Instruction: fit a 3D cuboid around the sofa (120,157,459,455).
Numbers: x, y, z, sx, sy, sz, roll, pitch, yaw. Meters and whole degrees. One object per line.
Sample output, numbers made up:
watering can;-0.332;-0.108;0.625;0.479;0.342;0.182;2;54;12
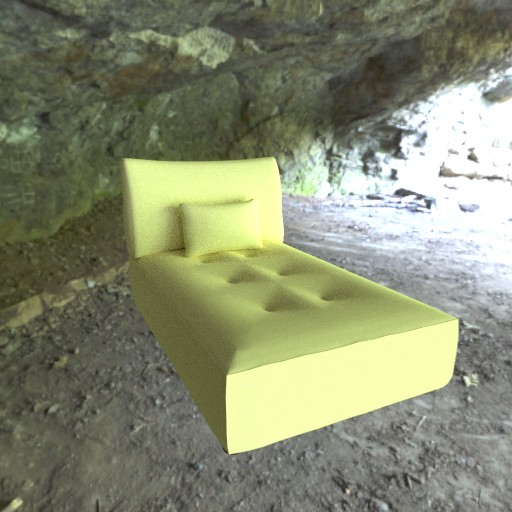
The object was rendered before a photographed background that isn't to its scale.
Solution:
sofa;0.000;0.000;1.993;0.930;0.820;1.450;-7;17;-25
